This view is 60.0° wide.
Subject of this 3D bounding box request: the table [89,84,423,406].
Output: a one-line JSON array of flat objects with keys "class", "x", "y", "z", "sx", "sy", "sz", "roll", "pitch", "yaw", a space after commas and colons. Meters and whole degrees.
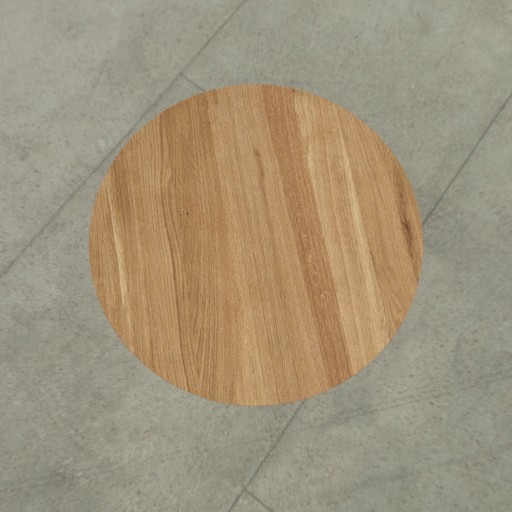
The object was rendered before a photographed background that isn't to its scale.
[{"class": "table", "x": 0.000, "y": 0.000, "z": 1.703, "sx": 1.038, "sy": 0.666, "sz": 1.038, "roll": 0, "pitch": 76, "yaw": 0}]
